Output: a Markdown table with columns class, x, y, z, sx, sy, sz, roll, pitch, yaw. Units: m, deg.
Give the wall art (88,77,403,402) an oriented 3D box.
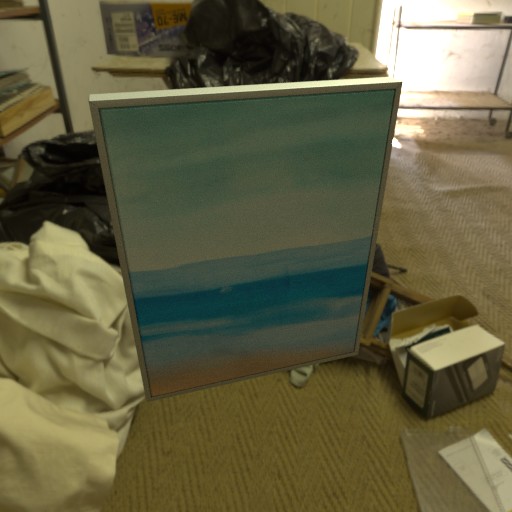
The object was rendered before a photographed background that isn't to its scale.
| class | x | y | z | sx | sy | sz | roll | pitch | yaw |
| --- | --- | --- | --- | --- | --- | --- | --- | --- | --- |
| wall art | 0.000 | 0.000 | 0.764 | 0.445 | 0.553 | 0.039 | -9 | 33 | -14 |
